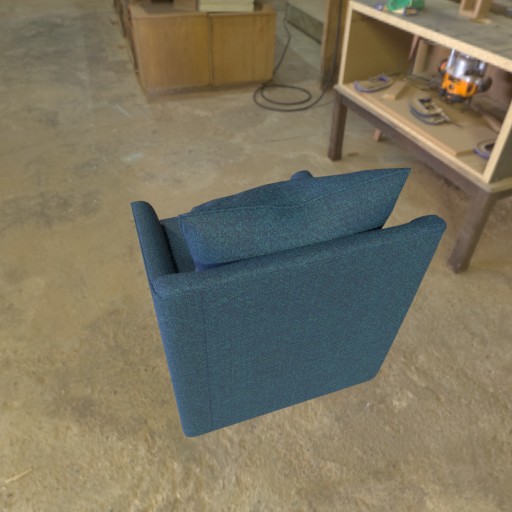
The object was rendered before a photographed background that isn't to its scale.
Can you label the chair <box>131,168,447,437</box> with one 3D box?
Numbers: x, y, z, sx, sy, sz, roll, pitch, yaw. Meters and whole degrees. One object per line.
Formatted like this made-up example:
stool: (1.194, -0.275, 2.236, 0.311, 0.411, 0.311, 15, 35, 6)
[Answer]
chair: (0.000, 0.000, 1.550, 0.750, 0.939, 0.870, -13, 43, -14)
